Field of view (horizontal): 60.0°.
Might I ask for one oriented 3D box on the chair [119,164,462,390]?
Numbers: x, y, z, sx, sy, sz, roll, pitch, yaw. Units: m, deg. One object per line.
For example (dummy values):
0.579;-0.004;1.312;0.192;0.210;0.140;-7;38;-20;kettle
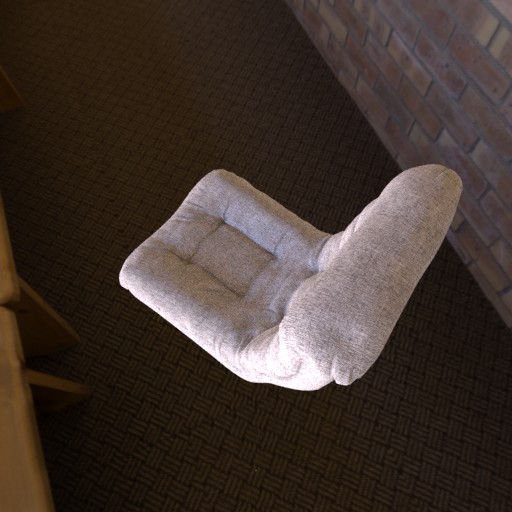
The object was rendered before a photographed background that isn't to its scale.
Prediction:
0.000;0.000;0.942;0.583;0.600;0.400;33;69;15;chair
